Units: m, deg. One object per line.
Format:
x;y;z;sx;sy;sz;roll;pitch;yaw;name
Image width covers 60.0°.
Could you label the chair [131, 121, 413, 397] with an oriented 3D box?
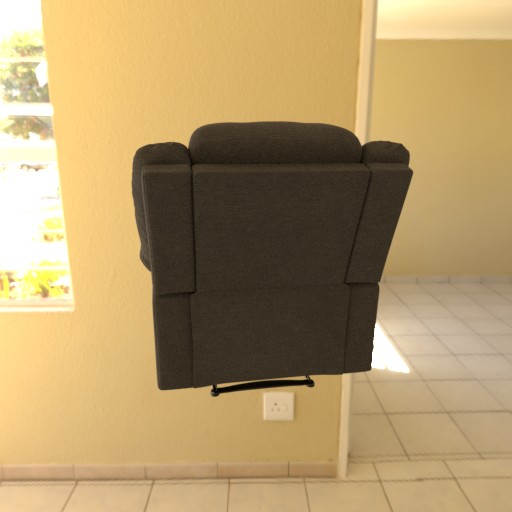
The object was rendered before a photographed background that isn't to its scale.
0.000;0.000;1.787;0.899;1.008;0.944;-2;14;-10;chair
